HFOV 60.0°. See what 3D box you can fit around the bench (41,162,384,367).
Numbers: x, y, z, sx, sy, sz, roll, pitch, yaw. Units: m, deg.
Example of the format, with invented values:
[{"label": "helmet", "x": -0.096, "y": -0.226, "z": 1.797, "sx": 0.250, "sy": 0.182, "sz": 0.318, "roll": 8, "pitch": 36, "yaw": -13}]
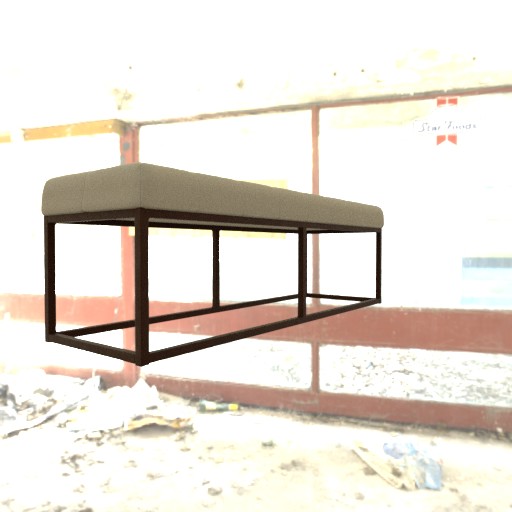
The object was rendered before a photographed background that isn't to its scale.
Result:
[{"label": "bench", "x": 0.000, "y": 0.000, "z": 1.745, "sx": 0.479, "sy": 0.488, "sz": 1.488, "roll": 1, "pitch": 2, "yaw": 37}]
